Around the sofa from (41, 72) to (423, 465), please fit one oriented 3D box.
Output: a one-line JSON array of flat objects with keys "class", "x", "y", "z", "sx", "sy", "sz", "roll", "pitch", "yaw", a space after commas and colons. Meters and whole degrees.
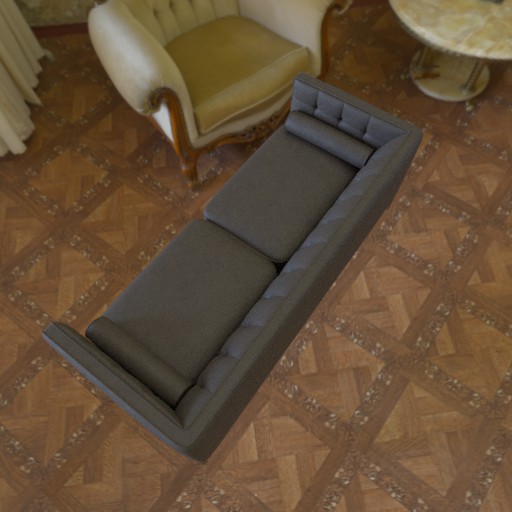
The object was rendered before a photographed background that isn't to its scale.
[{"class": "sofa", "x": 0.000, "y": 0.000, "z": 2.528, "sx": 0.867, "sy": 0.789, "sz": 2.087, "roll": 33, "pitch": 66, "yaw": 16}]
